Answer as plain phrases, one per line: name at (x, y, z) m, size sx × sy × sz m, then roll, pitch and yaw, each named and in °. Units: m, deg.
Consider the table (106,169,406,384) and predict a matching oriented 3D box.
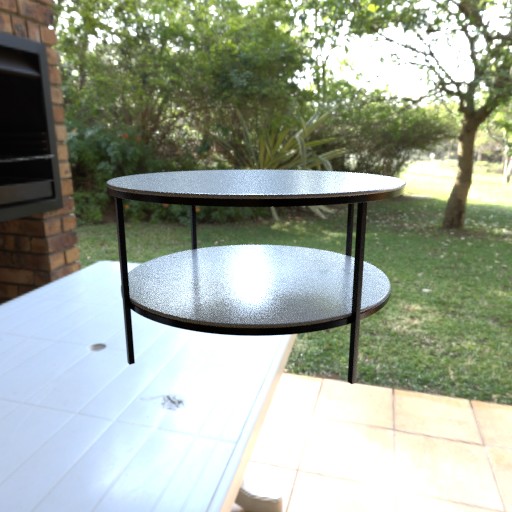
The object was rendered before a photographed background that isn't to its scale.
table at (0.000, 0.000, 1.297) m, size 0.800 × 0.450 × 0.800 m, roll 0°, pitch 14°, yaw 0°
